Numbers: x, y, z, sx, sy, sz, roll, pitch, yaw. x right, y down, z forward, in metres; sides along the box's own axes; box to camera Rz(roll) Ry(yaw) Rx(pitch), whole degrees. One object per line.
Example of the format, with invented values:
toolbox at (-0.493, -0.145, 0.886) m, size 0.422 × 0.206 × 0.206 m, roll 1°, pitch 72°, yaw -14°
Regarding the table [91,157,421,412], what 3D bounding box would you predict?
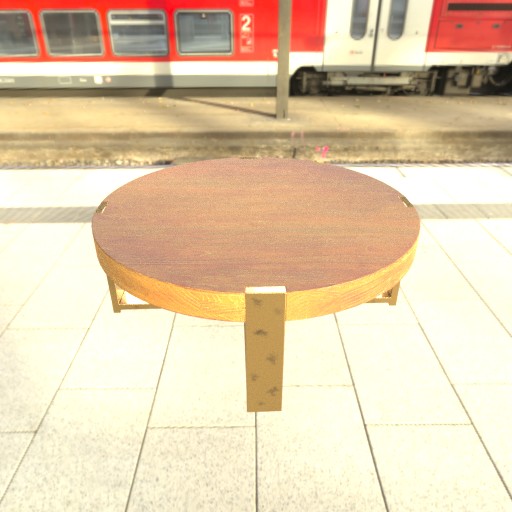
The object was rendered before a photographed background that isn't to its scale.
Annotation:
table at (0.000, 0.000, 1.665) m, size 1.100 × 0.420 × 1.100 m, roll 0°, pitch 30°, yaw 0°
